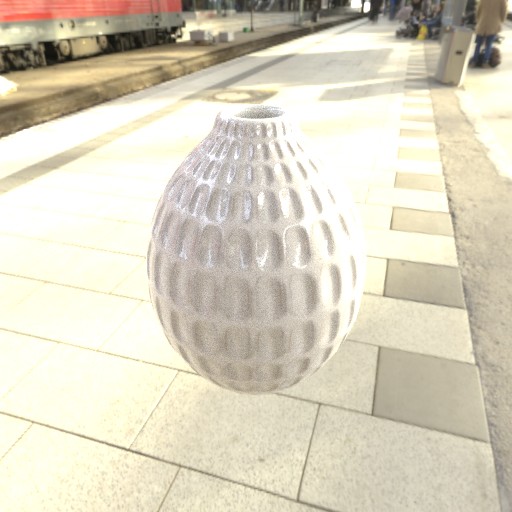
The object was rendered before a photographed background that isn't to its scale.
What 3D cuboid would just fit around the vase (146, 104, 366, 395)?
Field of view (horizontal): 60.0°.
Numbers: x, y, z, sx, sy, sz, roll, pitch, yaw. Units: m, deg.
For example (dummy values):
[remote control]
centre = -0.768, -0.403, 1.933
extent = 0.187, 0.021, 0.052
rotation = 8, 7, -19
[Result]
[vase]
centre = 0.000, 0.000, 0.263
extent = 0.128, 0.167, 0.128
rotation = 0, 30, 0
